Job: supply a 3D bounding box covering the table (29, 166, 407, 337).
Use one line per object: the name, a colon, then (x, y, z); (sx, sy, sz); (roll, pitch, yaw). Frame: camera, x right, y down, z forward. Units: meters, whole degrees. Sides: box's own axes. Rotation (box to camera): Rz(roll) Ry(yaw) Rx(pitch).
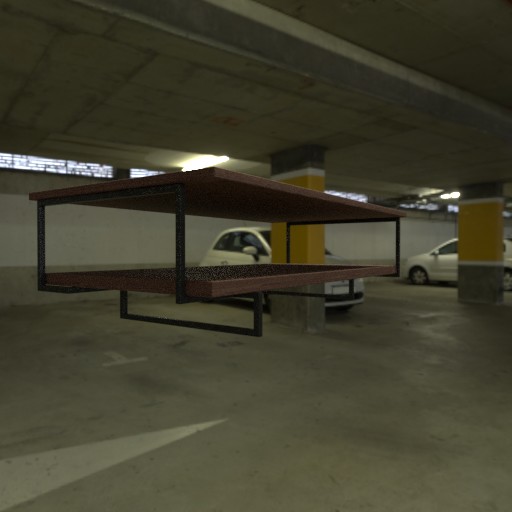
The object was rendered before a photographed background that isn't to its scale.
table: (0.000, 0.000, 1.494); (0.651, 0.347, 1.197); (0, 1, 35)
